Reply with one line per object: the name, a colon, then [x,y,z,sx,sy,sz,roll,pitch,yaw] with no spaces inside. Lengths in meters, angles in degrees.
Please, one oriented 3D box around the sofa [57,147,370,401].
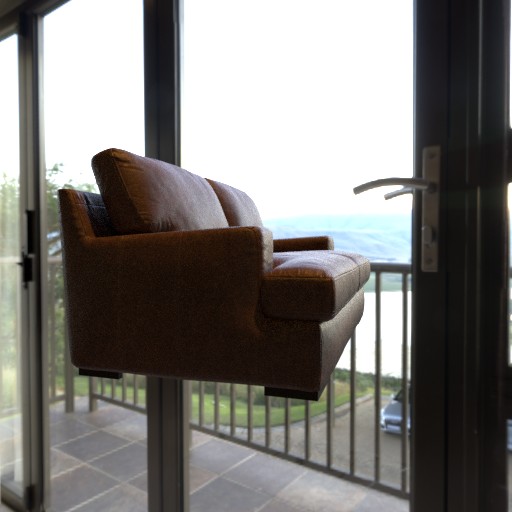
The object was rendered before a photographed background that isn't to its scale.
sofa: [0.000,0.000,2.479,1.143,0.939,1.880,0,1,18]
